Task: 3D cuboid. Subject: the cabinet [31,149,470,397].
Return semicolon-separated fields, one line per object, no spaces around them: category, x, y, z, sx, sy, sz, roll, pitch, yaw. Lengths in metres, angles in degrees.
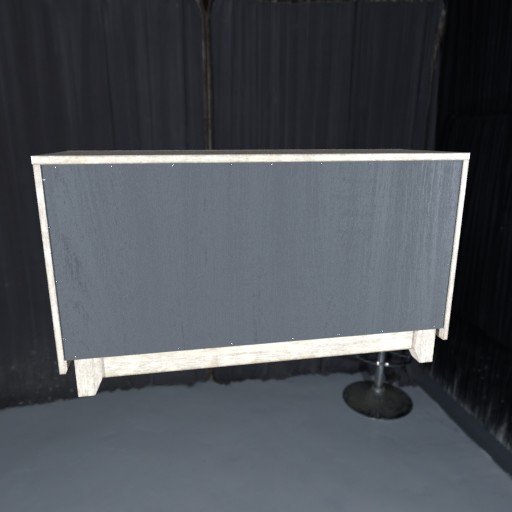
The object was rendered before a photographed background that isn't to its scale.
cabinet;0.000;0.000;1.800;1.460;0.825;0.511;-3;15;-10
